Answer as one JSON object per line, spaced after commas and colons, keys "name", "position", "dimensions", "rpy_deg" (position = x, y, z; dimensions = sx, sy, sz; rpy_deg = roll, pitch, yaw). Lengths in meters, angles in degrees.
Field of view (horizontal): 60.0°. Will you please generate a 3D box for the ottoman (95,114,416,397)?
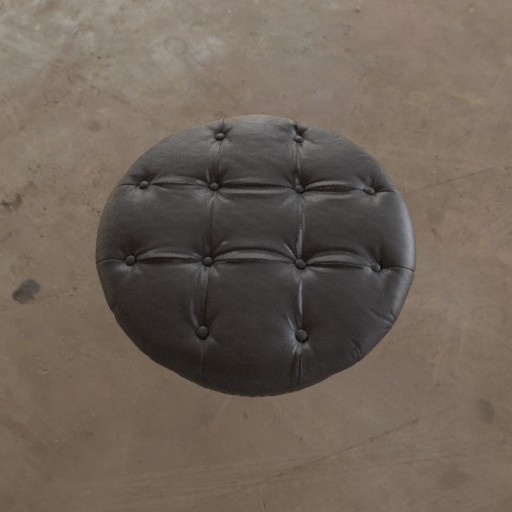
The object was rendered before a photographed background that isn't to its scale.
{"name": "ottoman", "position": [0.000, 0.000, 1.395], "dimensions": [0.901, 0.439, 0.901], "rpy_deg": [0, 63, 0]}
